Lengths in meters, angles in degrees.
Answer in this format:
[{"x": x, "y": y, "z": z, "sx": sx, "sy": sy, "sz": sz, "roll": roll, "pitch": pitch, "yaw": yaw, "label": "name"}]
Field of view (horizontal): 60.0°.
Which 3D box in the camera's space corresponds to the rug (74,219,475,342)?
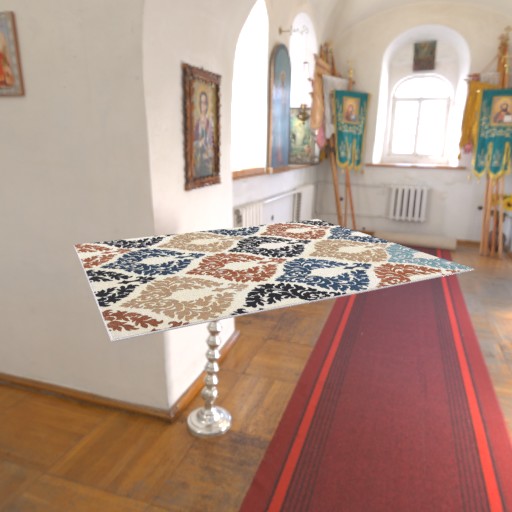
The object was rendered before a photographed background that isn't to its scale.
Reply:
[{"x": 0.000, "y": 0.000, "z": 4.223, "sx": 3.040, "sy": 0.014, "sz": 2.423, "roll": -8, "pitch": 18, "yaw": -25, "label": "rug"}]
